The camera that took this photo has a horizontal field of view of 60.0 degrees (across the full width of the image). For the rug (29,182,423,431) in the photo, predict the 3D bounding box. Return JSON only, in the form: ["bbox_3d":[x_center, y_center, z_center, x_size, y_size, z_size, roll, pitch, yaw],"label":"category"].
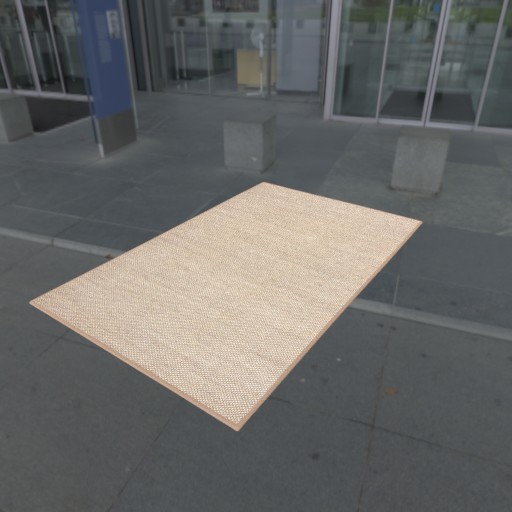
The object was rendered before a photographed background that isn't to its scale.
[{"bbox_3d":[0.000,0.000,2.101,1.061,0.012,1.668,20,35,30],"label":"rug"}]
